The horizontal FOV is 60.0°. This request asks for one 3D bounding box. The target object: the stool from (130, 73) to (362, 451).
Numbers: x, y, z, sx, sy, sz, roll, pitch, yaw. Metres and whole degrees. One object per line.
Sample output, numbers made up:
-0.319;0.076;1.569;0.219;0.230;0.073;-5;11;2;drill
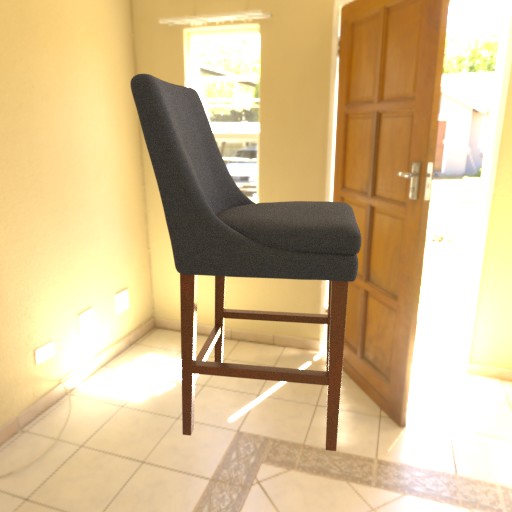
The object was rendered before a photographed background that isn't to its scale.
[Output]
0.000;0.000;1.324;0.577;0.981;0.470;2;16;8;stool
